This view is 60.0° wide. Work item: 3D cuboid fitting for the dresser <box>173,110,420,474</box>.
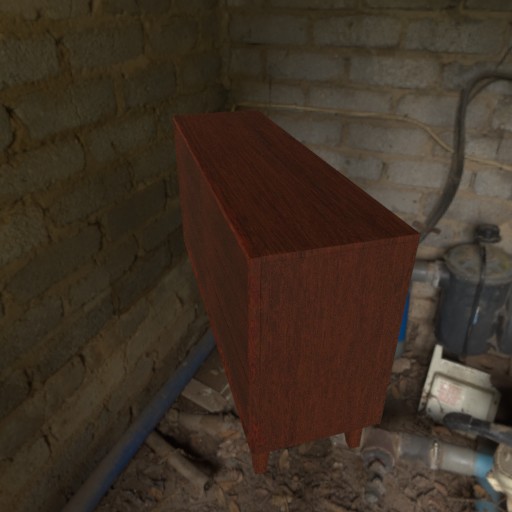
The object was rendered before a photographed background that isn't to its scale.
[{"bbox_3d":[0.000,0.000,2.081,0.499,0.971,1.609,-8,31,-14],"label":"dresser"}]
